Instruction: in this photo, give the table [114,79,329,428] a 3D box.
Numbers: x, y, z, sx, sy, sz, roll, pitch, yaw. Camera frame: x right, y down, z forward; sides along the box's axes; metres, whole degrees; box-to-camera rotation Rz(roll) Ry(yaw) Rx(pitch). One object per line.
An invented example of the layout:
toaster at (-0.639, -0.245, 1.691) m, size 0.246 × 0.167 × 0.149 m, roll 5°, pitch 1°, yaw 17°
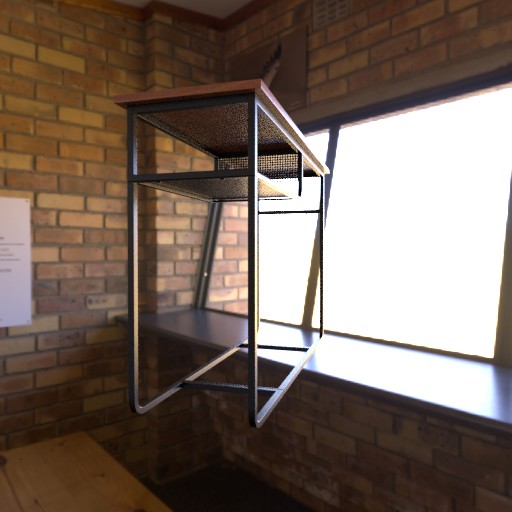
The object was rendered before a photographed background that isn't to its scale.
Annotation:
table at (0.000, 0.000, 1.495) m, size 0.350 × 0.750 × 1.100 m, roll 0°, pitch 1°, yaw 17°
